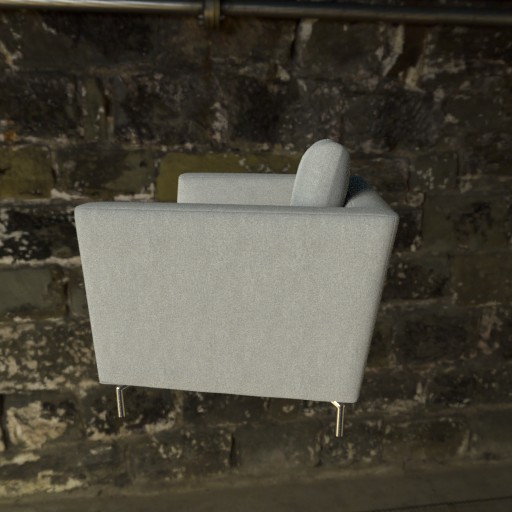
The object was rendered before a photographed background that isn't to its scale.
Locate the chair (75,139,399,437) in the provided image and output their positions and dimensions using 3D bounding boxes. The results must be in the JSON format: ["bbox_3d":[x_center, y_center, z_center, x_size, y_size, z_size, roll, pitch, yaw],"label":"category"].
[{"bbox_3d":[0.000,0.000,1.707,0.889,0.864,1.041,2,16,8],"label":"chair"}]
